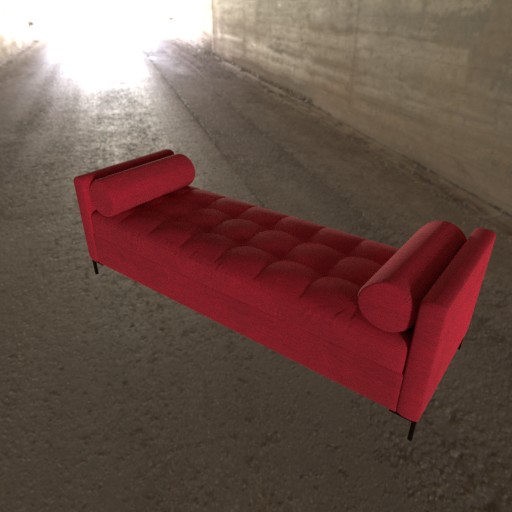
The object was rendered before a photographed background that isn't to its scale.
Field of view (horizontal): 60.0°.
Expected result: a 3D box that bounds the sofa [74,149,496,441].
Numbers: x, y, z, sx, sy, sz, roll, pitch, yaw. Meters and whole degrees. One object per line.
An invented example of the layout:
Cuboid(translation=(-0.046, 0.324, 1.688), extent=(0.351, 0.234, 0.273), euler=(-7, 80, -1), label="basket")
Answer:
Cuboid(translation=(0.000, 0.000, 2.255), extent=(1.981, 0.635, 0.686), euler=(21, 36, 32), label="sofa")
